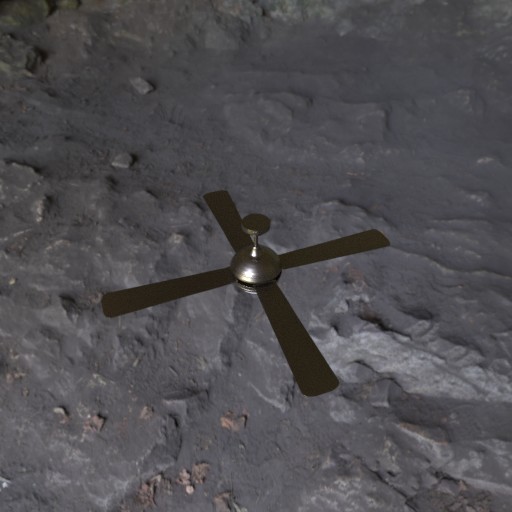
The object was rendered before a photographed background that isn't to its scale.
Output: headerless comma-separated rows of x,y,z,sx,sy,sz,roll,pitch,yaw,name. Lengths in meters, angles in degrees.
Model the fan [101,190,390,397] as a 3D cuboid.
0.000,0.000,1.999,1.321,0.381,1.321,0,41,0,fan
